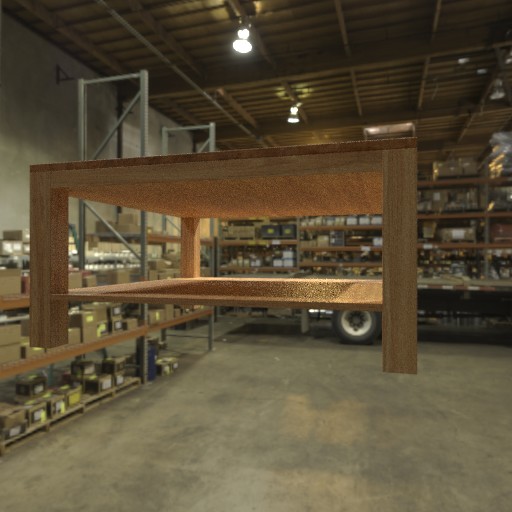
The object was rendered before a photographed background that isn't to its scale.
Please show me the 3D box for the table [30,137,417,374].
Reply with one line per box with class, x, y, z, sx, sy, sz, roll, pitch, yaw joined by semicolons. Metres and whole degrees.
table;0.000;0.000;1.398;0.900;0.450;0.900;0;0;16
